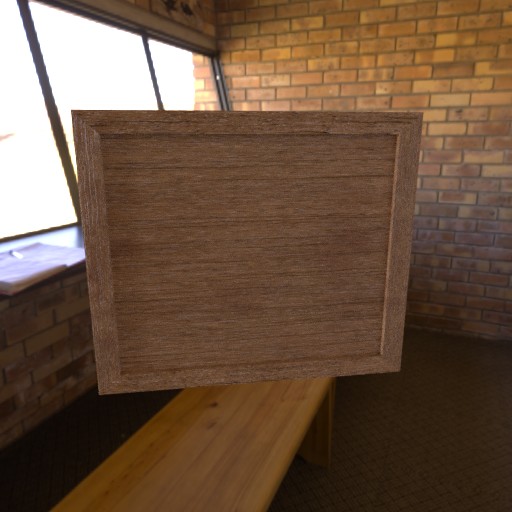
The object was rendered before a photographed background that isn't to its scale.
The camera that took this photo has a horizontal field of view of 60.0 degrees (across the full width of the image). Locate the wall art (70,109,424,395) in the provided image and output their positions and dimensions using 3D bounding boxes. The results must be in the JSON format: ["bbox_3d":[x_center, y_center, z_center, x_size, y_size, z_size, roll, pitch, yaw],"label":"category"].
[{"bbox_3d":[0.000,0.000,0.946,0.690,0.588,0.026,-2,15,-8],"label":"wall art"}]
